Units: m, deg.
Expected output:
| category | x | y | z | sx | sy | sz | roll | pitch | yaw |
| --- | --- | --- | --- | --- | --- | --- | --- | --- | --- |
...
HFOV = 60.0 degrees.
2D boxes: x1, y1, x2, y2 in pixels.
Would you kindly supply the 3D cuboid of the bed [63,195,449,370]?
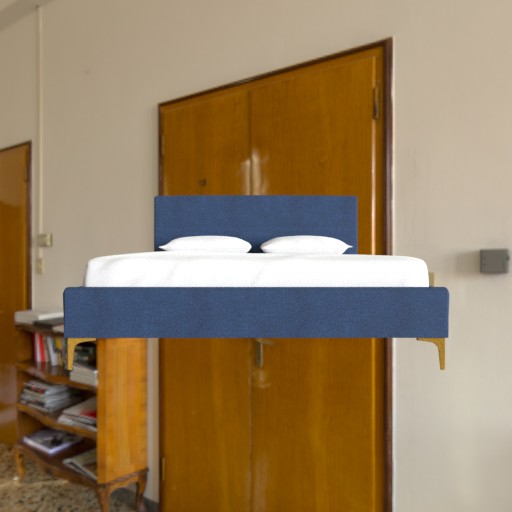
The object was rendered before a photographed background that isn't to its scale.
| category | x | y | z | sx | sy | sz | roll | pitch | yaw |
| --- | --- | --- | --- | --- | --- | --- | --- | --- | --- |
| bed | 0.000 | 0.000 | 3.503 | 2.096 | 1.231 | 2.232 | 0 | 0 | 0 |
